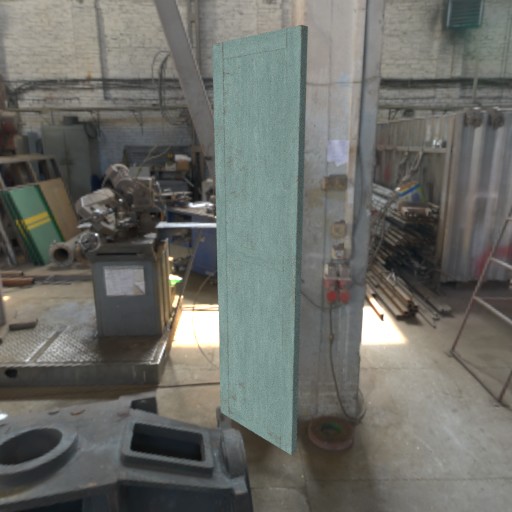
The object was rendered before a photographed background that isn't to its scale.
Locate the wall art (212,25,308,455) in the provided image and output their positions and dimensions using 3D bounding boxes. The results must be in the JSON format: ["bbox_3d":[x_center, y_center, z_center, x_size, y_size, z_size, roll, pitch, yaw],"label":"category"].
[{"bbox_3d":[0.000,0.000,1.343,0.329,1.219,0.025,14,20,42],"label":"wall art"}]
